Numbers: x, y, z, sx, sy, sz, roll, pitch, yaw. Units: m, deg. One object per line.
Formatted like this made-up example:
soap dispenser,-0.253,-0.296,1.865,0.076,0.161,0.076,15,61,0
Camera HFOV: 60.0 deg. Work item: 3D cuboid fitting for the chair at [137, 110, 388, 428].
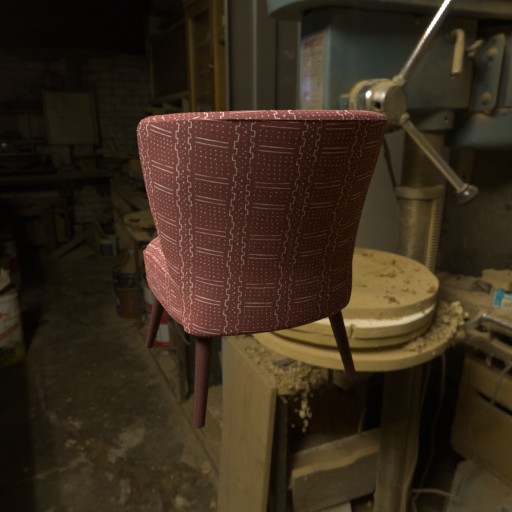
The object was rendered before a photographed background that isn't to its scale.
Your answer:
chair,0.000,0.000,1.402,0.706,0.866,0.758,-8,19,-25
